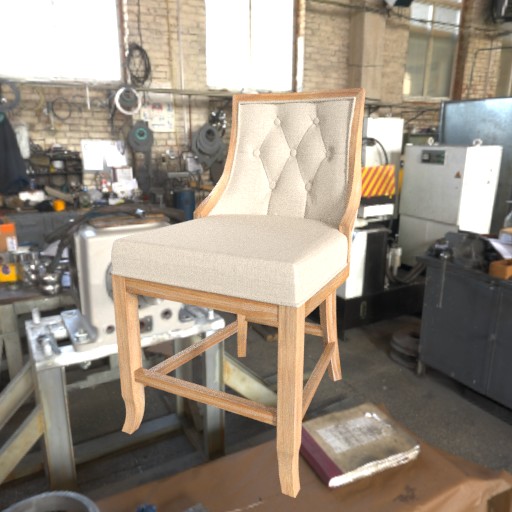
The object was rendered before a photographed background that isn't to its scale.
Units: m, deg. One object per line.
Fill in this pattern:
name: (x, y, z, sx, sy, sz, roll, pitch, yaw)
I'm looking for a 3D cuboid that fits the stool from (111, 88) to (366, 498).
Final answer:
stool: (0.000, 0.000, 1.276, 0.524, 0.938, 0.626, 8, 17, 26)
